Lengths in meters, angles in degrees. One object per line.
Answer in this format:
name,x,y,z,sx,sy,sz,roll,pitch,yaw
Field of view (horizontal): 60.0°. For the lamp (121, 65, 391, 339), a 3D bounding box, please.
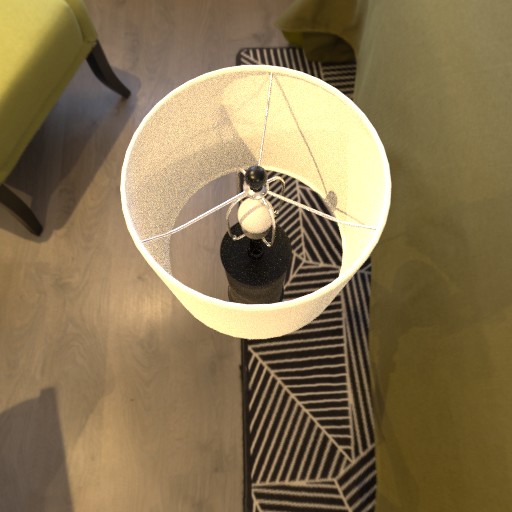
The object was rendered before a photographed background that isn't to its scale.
lamp,0.000,0.000,0.791,0.305,0.634,0.305,-31,76,-9
